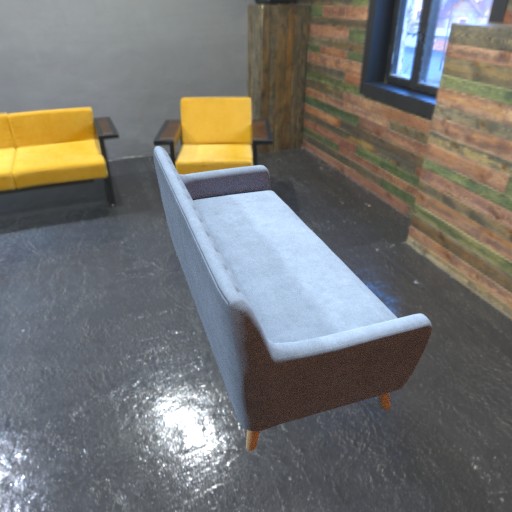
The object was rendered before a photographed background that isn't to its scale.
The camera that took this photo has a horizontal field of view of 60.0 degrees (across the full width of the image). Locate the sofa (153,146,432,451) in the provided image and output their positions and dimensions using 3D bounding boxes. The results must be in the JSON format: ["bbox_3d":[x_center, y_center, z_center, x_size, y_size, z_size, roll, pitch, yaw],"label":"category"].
[{"bbox_3d":[0.000,0.000,2.467,0.830,0.830,1.970,-10,32,-16],"label":"sofa"}]
